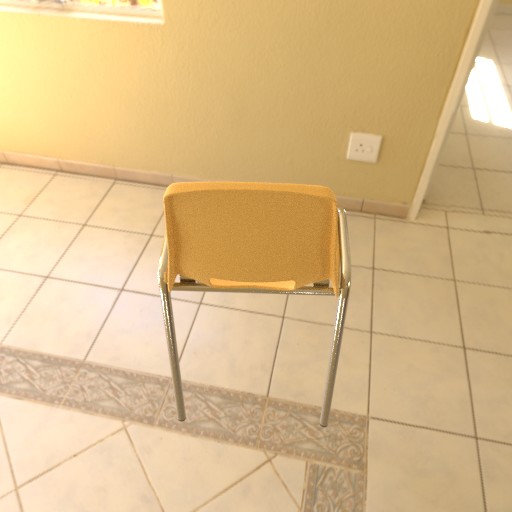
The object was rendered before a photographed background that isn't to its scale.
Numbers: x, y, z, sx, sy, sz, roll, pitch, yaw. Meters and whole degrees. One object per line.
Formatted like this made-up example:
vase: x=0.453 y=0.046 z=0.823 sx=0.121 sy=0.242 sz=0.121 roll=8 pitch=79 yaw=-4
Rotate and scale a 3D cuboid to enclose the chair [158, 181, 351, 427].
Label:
chair: x=0.000 y=0.000 z=0.933 sx=0.381 sy=0.704 sz=0.436 roll=2 pitch=47 yaw=2
